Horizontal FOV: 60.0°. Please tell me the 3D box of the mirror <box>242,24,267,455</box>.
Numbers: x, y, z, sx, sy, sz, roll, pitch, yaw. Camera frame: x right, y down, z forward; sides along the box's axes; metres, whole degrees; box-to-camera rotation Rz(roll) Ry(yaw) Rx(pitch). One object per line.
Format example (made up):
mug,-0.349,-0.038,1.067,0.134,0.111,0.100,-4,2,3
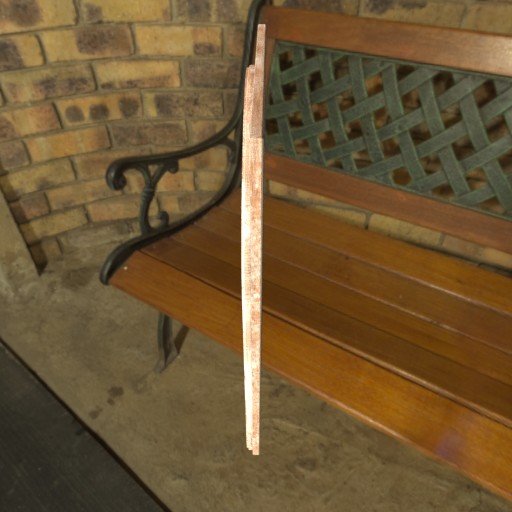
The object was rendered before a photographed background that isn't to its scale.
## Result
mirror,0.000,0.000,0.950,0.058,0.787,0.495,1,41,1
